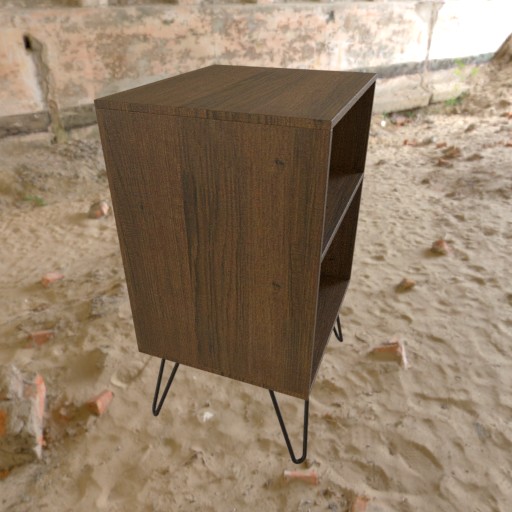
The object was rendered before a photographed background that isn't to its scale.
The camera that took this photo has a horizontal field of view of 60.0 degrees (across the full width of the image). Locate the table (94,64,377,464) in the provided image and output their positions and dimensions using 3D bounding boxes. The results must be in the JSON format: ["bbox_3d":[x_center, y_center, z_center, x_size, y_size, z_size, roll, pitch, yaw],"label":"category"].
[{"bbox_3d":[0.000,0.000,1.184,0.457,0.866,0.526,11,32,18],"label":"table"}]
